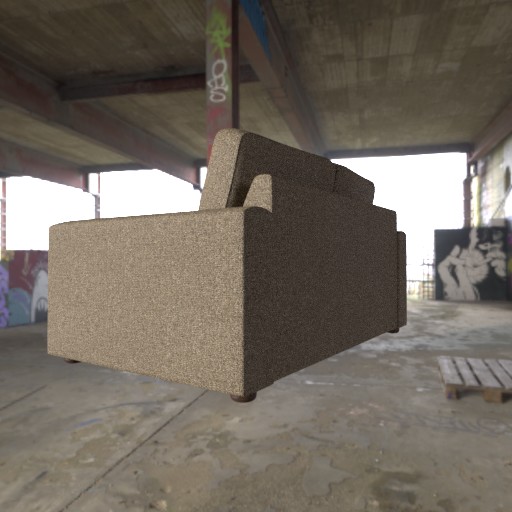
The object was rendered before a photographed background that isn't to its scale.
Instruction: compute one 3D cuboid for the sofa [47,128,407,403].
[{"bbox_3d":[0.000,0.000,2.174,1.016,0.873,1.616,0,0,34],"label":"sofa"}]
